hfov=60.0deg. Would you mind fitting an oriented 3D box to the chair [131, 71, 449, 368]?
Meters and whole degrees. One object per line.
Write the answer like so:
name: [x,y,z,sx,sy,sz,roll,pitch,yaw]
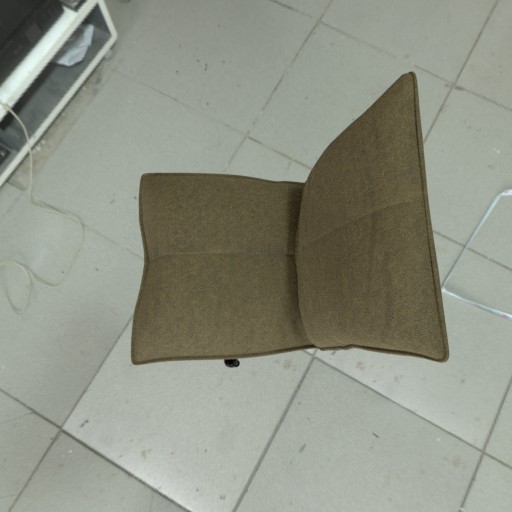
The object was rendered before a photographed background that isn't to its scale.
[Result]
chair: [0.000,0.000,1.228,0.696,0.811,0.597,0,75,0]
